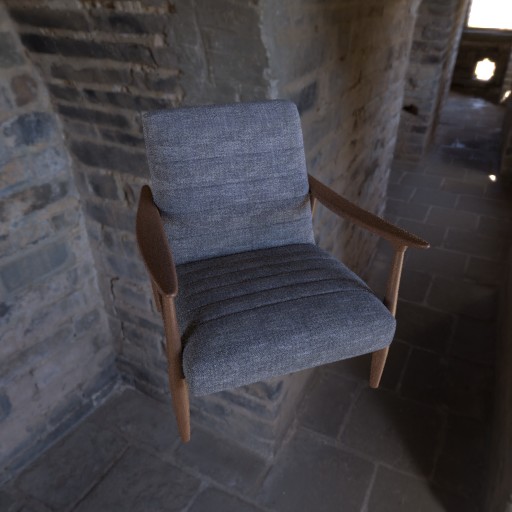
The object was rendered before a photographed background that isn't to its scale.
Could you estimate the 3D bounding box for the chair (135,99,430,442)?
[{"bbox_3d":[0.000,0.000,1.463,0.741,0.832,0.798,-10,32,-16],"label":"chair"}]
